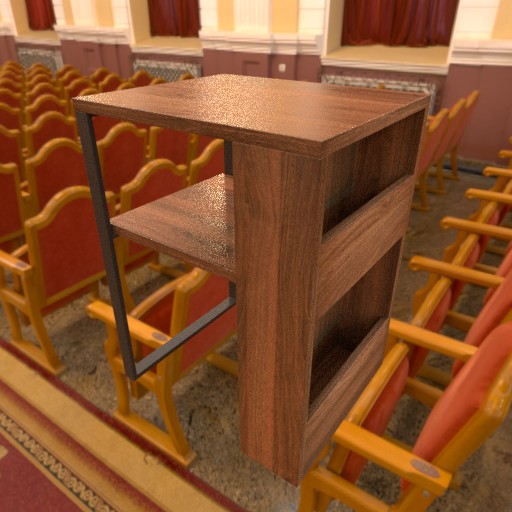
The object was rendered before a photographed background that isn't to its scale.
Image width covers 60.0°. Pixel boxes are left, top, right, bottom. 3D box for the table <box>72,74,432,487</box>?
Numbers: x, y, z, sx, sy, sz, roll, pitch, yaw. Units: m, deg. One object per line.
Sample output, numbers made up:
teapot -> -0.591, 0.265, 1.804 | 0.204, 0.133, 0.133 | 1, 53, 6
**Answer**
table -> 0.000, 0.000, 1.513 | 0.786, 1.041, 0.660 | 20, 34, 31
